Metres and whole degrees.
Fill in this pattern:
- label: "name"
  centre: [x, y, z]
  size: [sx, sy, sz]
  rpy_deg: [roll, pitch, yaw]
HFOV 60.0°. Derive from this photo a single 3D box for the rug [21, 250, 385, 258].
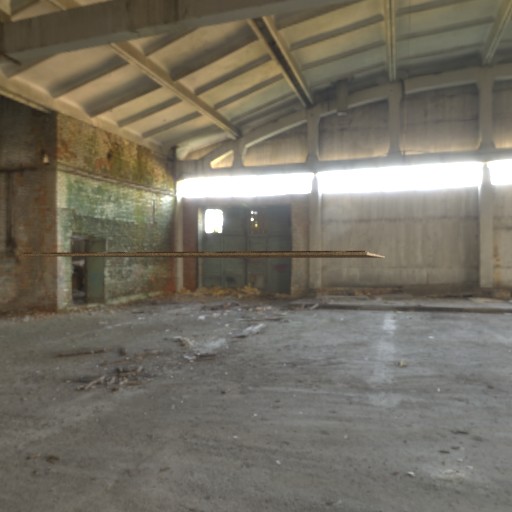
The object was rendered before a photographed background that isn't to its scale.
- label: "rug"
  centre: [0.000, 0.000, 2.893]
  size: [1.555, 0.016, 2.286]
  rpy_deg: [0, -1, 18]
